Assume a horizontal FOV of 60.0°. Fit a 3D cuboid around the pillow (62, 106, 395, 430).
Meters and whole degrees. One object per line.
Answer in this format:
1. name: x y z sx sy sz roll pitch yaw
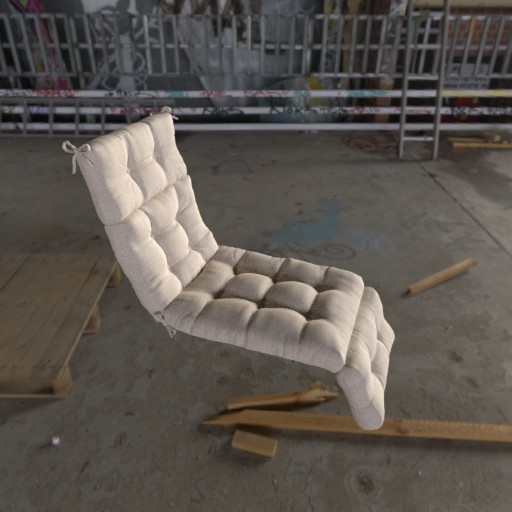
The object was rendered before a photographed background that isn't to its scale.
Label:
1. pillow: 0.000 0.000 1.535 1.016 0.863 0.526 10 32 17
